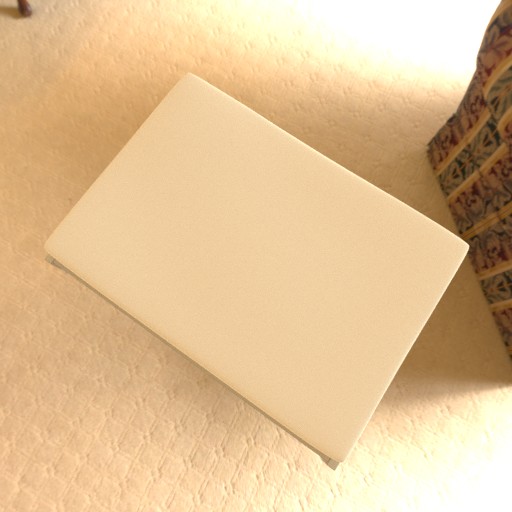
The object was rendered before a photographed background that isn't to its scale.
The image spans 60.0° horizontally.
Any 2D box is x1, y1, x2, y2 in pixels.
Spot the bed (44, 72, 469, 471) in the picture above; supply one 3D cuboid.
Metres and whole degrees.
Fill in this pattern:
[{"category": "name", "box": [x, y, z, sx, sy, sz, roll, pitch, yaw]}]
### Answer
[{"category": "bed", "box": [0.000, 0.000, 2.588, 1.985, 0.510, 1.460, 34, 78, 8]}]
